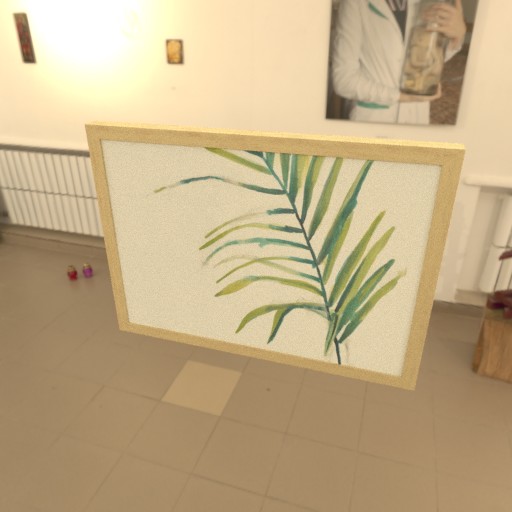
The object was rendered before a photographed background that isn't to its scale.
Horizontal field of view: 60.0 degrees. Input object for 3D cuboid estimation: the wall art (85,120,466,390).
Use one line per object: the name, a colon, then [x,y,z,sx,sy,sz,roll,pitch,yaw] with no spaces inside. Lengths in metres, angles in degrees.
wall art: [0.000,0.000,0.697,0.532,0.380,0.032,8,28,15]
